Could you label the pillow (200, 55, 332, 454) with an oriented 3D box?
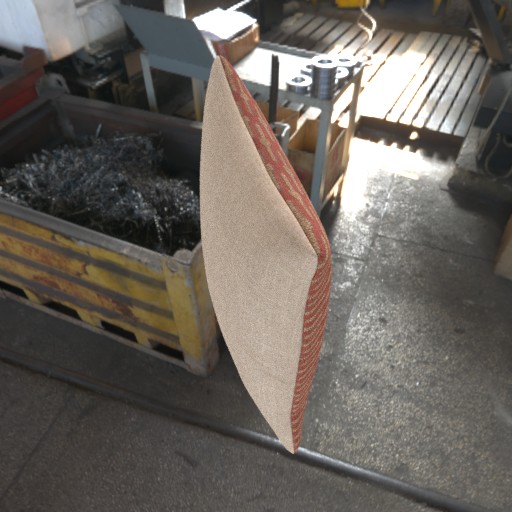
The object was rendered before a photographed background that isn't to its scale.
[{"bbox_3d":[0.000,0.000,0.775,0.182,0.503,0.511,-10,47,-10],"label":"pillow"}]
